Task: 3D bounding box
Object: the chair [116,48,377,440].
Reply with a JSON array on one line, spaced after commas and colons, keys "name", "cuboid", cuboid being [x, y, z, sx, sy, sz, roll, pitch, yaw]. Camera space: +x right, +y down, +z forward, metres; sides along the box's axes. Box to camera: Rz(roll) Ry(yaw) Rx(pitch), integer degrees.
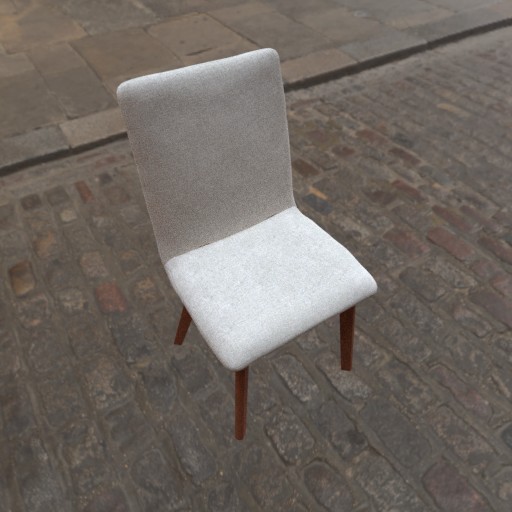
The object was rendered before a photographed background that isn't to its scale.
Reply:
[{"name": "chair", "cuboid": [0.000, 0.000, 1.323, 0.522, 0.974, 0.563, -25, 51, -22]}]
